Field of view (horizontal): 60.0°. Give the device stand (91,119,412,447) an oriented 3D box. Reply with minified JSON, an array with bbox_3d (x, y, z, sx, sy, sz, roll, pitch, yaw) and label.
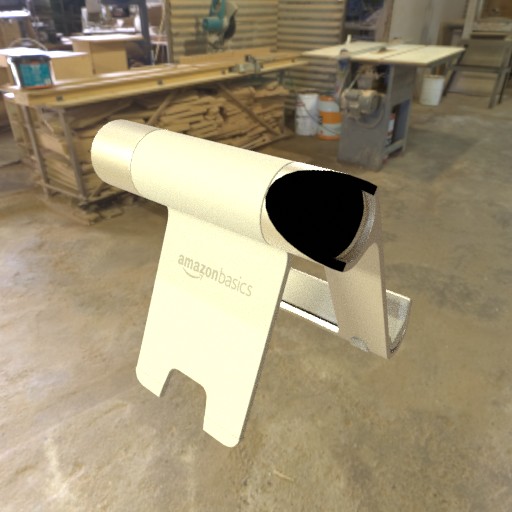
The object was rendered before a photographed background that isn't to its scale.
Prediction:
[{"bbox_3d":[0.000,0.000,0.149,0.086,0.084,0.079,22,37,33],"label":"device stand"}]
